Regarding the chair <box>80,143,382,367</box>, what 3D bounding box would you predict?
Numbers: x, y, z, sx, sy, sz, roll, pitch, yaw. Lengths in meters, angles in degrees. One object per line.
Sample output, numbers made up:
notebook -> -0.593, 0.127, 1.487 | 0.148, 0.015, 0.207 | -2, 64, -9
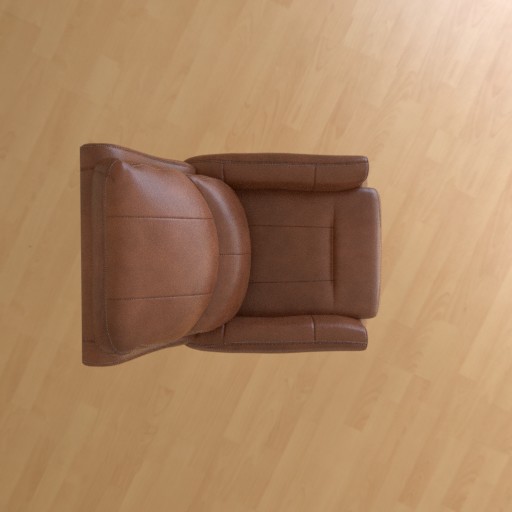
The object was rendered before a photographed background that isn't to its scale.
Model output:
chair -> 0.000, 0.000, 1.746 | 1.072, 1.016, 0.821 | 0, 91, 0
